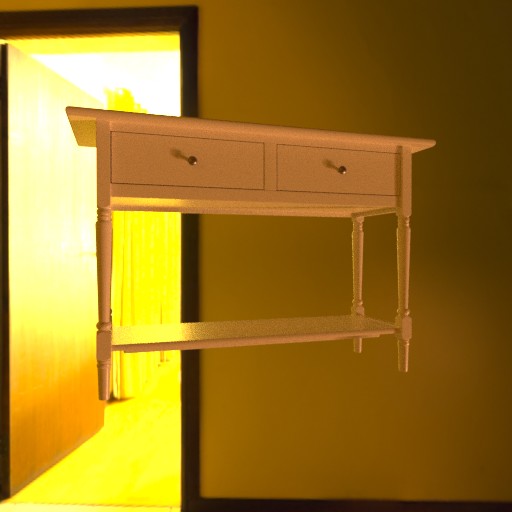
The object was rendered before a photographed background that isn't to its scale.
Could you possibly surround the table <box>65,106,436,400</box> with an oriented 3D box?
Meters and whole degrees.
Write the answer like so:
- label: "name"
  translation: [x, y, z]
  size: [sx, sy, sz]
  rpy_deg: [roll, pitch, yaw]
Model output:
- label: "table"
  translation: [0.000, 0.000, 1.549]
  size: [1.191, 0.814, 0.386]
  rpy_deg: [0, 1, -17]
